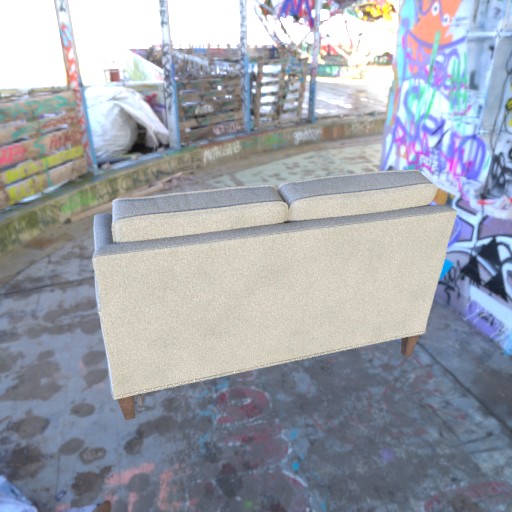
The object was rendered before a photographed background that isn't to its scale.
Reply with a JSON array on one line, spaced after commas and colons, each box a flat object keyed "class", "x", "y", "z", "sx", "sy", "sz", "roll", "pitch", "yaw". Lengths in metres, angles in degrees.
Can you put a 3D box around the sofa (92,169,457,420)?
[{"class": "sofa", "x": 0.000, "y": 0.000, "z": 2.312, "sx": 1.597, "sy": 1.003, "sz": 1.084, "roll": -8, "pitch": 27, "yaw": -16}]
